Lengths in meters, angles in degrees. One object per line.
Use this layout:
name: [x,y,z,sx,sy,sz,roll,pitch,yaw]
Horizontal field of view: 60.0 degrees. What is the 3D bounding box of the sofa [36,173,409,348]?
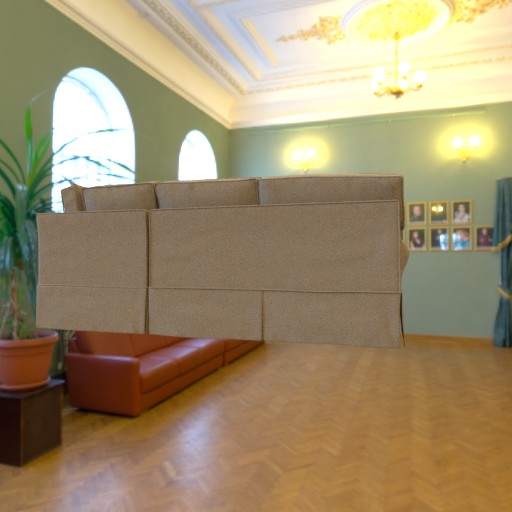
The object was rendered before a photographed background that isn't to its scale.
sofa: [0.000,0.000,4.286,2.730,1.124,2.733,0,0,17]
